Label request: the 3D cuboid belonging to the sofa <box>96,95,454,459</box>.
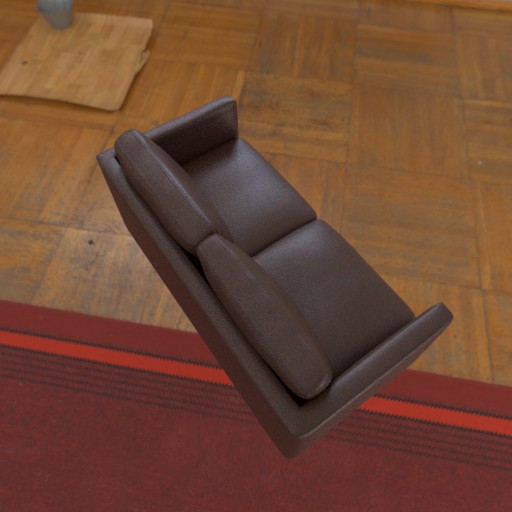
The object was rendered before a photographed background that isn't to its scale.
[{"bbox_3d":[0.000,0.000,2.505,0.951,0.933,1.883,-31,64,-18],"label":"sofa"}]
